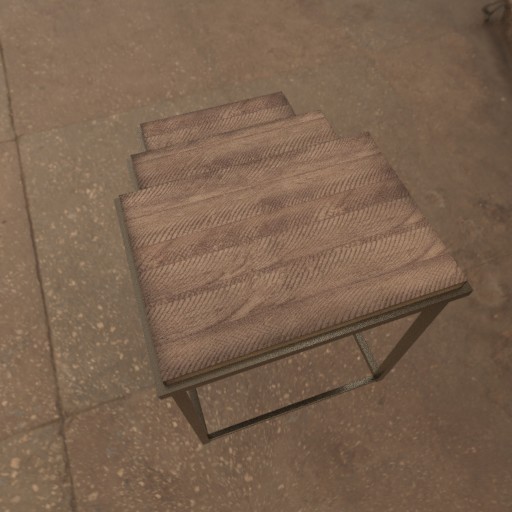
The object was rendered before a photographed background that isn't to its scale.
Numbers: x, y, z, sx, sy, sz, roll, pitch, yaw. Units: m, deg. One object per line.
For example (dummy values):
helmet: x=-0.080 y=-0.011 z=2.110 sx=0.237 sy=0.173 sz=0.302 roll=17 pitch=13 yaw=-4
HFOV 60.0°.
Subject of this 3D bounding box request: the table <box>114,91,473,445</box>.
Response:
table: x=0.000 y=0.000 z=1.139 sx=0.559 sy=0.610 sz=0.706 roll=-16 pitch=60 yaw=-10
